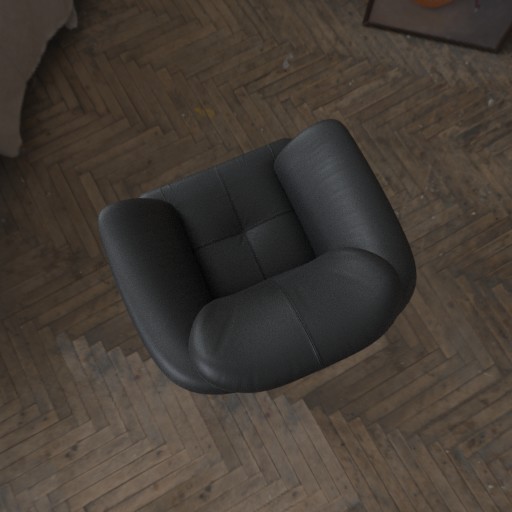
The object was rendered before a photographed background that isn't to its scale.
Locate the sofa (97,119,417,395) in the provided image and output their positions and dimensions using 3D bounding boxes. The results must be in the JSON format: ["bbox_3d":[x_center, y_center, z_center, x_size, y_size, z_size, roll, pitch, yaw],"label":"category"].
[{"bbox_3d":[0.000,0.000,1.501,0.870,0.811,0.794,-23,78,-5],"label":"sofa"}]
